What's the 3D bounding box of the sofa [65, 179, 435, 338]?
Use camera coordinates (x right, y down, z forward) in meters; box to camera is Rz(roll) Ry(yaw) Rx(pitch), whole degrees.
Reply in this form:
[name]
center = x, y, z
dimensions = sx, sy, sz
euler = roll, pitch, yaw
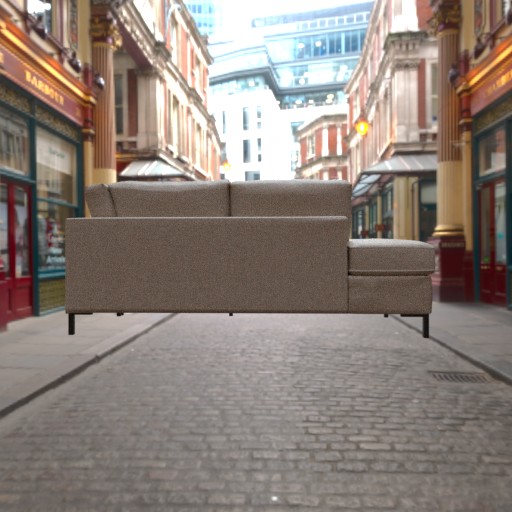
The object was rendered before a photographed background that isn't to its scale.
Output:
[sofa]
center = 0.000, 0.000, 3.084
dimensions = 1.617, 0.703, 2.423
euler = 0, 0, 2
